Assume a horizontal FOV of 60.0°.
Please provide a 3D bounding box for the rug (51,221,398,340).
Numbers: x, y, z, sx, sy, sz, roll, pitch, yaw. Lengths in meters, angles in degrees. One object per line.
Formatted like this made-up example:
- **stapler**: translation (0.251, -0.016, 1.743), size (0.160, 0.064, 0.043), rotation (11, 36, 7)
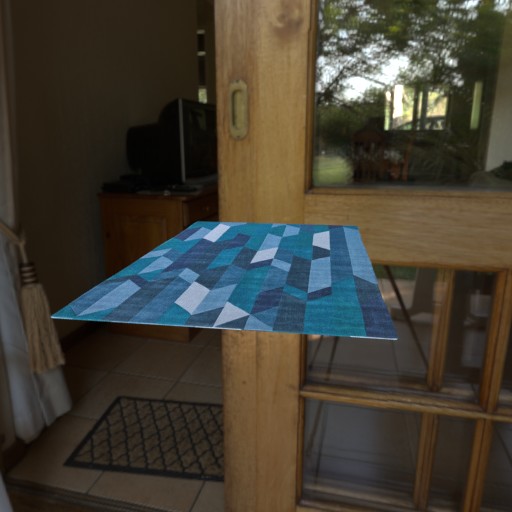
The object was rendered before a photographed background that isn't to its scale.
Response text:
- **rug**: translation (0.000, 0.000, 3.044), size (1.528, 0.005, 2.420), rotation (2, 15, 8)
